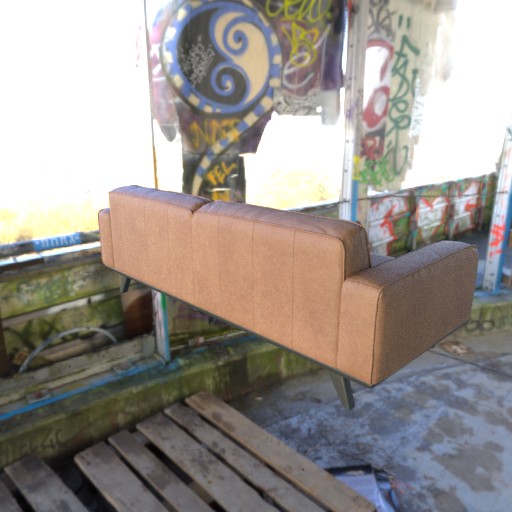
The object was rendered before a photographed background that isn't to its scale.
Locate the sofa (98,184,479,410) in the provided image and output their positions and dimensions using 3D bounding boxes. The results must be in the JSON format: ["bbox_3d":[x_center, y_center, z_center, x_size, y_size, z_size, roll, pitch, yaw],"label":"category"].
[{"bbox_3d":[0.000,0.000,2.701,0.953,0.780,2.270,-15,22,-42],"label":"sofa"}]
